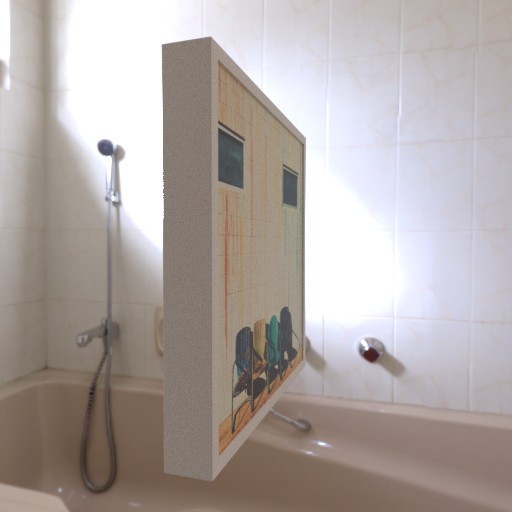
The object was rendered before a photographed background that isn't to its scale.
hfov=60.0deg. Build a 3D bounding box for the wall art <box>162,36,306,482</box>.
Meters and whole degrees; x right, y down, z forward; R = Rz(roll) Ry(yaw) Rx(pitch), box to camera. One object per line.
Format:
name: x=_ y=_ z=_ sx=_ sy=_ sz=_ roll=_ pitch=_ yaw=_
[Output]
wall art: x=0.000 y=0.000 z=0.453 sx=0.038 sy=0.305 sz=0.305 roll=1 pitch=2 yaw=18
